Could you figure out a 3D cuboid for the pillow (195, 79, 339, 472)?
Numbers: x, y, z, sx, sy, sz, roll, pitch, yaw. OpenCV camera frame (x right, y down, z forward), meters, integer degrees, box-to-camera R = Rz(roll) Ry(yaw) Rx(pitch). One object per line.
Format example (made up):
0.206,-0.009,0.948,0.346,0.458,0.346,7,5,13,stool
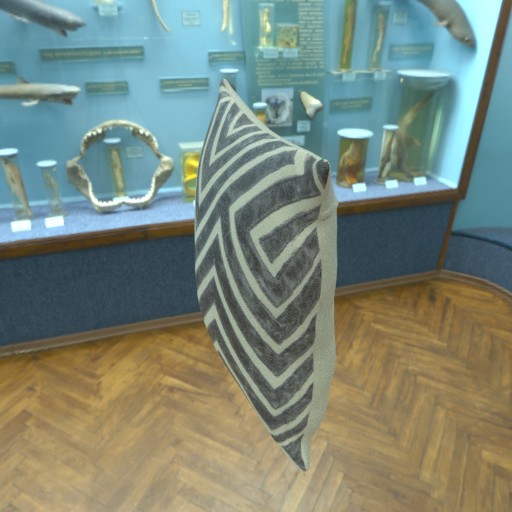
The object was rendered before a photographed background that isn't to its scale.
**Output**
0.000,0.000,0.662,0.182,0.441,0.440,-8,31,-13,pillow
